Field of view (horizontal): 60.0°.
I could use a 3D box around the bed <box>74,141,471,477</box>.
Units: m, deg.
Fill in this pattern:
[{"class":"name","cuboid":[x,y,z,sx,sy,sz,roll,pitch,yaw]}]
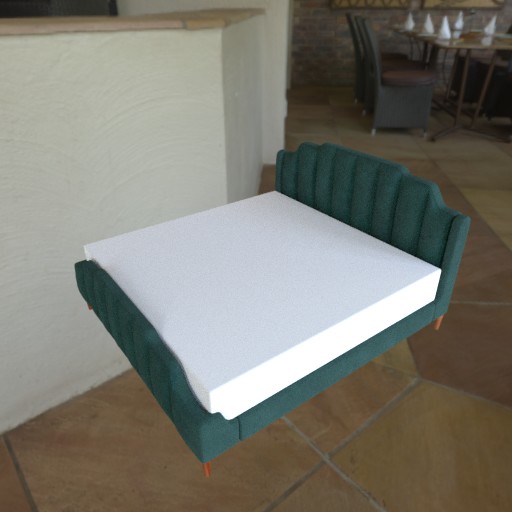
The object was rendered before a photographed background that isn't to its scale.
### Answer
[{"class":"bed","cuboid":[0.000,0.000,3.493,2.340,1.245,2.074,-20,36,-31]}]
